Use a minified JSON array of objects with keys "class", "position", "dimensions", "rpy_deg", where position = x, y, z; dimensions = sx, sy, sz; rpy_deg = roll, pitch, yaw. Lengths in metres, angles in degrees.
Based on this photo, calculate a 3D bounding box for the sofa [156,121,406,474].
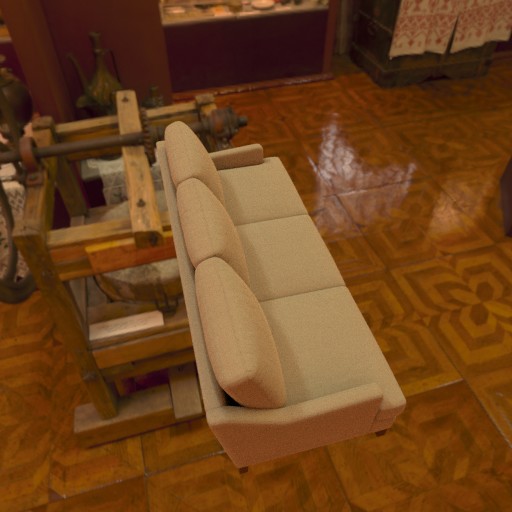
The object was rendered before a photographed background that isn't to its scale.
[{"class":"sofa","position":[0.000,0.000,2.882],"dimensions":[1.000,0.913,2.321],"rpy_deg":[-10,46,-10]}]
